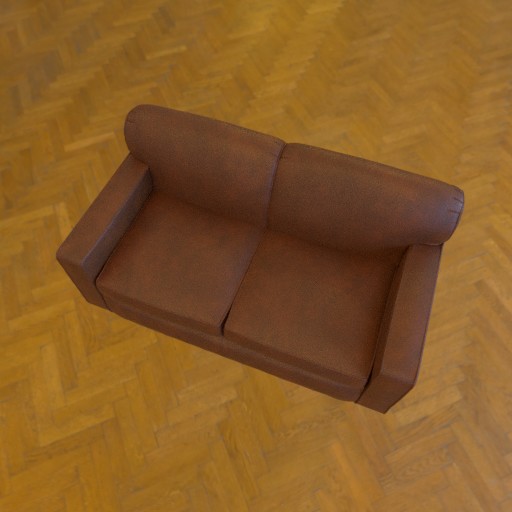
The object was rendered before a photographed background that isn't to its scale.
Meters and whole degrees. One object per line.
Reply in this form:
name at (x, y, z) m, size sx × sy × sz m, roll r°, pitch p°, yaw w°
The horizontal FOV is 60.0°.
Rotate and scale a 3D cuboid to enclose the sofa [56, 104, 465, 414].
sofa at (0.000, 0.000, 2.427) m, size 1.856 × 0.966 × 1.000 m, roll 18°, pitch 60°, yaw 11°
